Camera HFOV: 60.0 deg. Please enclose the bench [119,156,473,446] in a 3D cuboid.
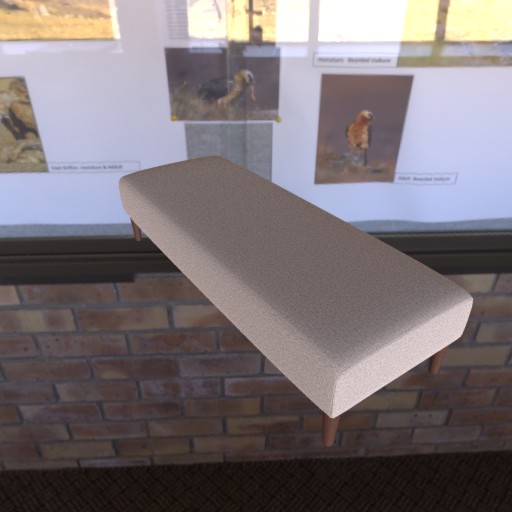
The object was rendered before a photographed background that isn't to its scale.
[{"bbox_3d":[0.000,0.000,1.892,0.631,0.383,1.598,-20,37,-29],"label":"bench"}]
